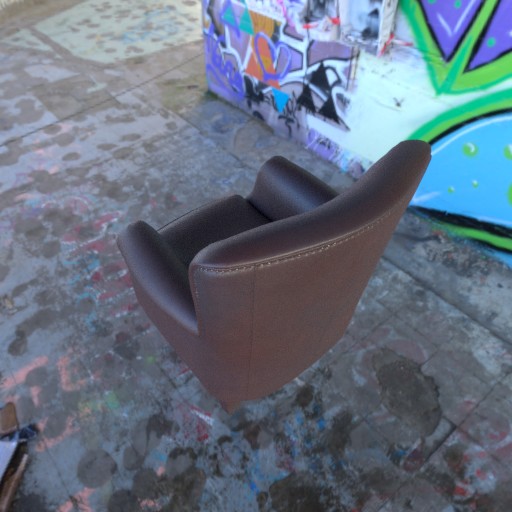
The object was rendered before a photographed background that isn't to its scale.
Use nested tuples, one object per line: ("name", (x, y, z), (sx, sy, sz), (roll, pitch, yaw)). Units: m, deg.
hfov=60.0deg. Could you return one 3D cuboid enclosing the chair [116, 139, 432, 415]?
("chair", (0.000, 0.000, 1.342), (0.700, 0.800, 0.746), (-30, 52, -27))
